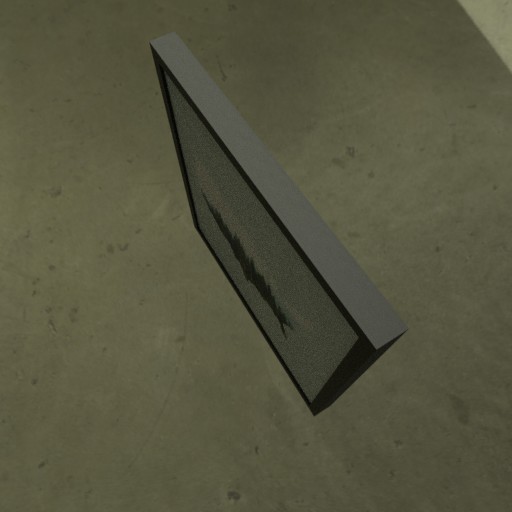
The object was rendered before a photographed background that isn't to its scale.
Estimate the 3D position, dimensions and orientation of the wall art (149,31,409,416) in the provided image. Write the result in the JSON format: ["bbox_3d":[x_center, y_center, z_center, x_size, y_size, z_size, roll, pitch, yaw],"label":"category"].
[{"bbox_3d":[0.000,0.000,0.752,0.040,0.509,0.509,-28,67,-13],"label":"wall art"}]
